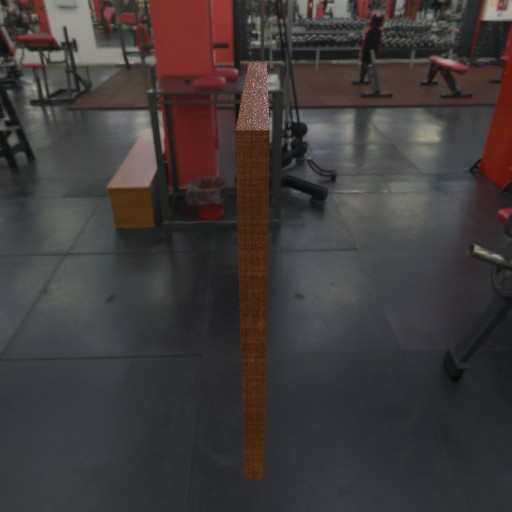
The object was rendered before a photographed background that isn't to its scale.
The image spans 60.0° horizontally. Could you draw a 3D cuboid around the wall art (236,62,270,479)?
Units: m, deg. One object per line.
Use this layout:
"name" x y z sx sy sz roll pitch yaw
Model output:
"wall art" 0.000 0.000 0.777 0.033 0.567 0.467 0 31 1
